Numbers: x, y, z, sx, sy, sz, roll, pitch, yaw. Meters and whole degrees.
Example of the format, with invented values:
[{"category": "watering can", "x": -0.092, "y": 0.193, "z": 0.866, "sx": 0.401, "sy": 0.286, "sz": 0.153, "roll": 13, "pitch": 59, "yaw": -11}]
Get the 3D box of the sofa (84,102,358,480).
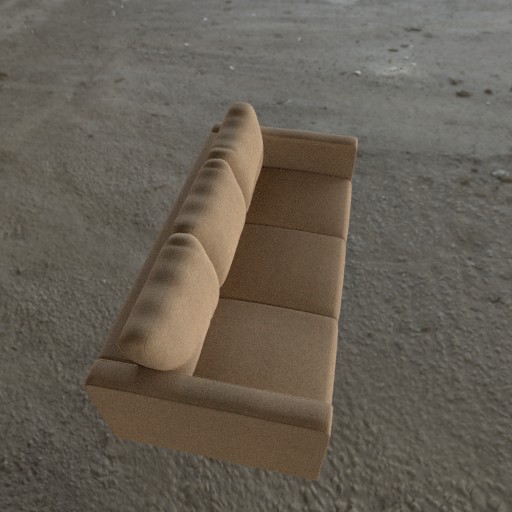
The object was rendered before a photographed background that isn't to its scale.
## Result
[{"category": "sofa", "x": 0.000, "y": 0.000, "z": 2.309, "sx": 0.930, "sy": 0.800, "sz": 1.855, "roll": 9, "pitch": 48, "yaw": 8}]
